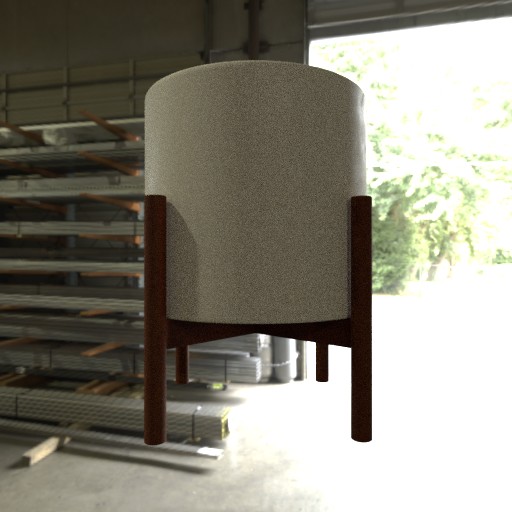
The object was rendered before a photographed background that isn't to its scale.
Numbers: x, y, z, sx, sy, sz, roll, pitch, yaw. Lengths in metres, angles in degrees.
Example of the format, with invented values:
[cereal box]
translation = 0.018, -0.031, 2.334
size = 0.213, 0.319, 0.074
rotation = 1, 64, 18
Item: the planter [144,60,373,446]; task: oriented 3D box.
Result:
[planter]
translation = 0.000, 0.000, 0.862
size = 0.421, 0.581, 0.420
rotation = 0, 0, 1
